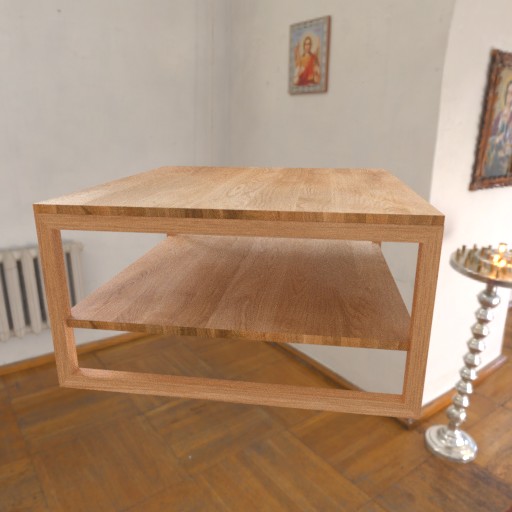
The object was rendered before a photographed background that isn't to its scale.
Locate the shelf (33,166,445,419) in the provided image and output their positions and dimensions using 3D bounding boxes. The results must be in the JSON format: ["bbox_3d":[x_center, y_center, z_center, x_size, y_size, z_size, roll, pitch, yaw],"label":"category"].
[{"bbox_3d":[0.000,0.000,1.442,0.899,0.480,0.899,2,17,8],"label":"shelf"}]
